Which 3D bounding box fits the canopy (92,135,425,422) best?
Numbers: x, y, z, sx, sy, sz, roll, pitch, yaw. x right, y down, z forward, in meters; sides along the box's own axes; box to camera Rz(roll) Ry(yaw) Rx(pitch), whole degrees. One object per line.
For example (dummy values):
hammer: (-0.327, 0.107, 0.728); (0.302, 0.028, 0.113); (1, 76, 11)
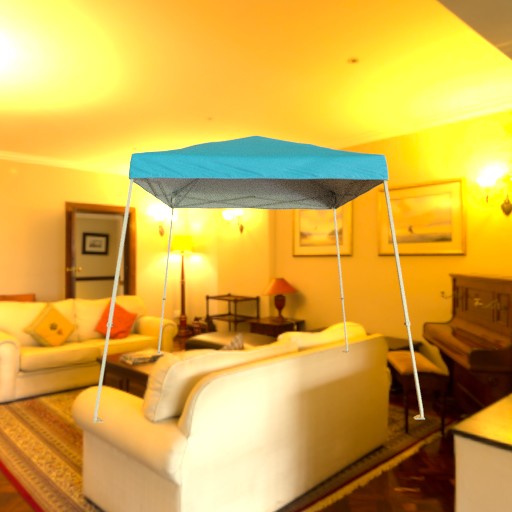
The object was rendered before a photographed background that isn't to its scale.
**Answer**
canopy: (0.000, 0.000, 5.232); (2.850, 2.850, 2.849); (0, -1, -1)
